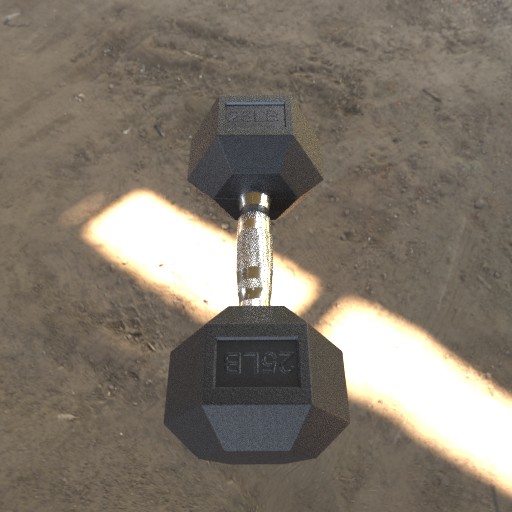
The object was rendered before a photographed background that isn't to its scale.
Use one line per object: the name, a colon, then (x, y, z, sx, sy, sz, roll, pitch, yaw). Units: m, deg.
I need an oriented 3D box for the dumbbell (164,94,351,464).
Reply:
dumbbell: (0.000, 0.000, 0.376, 0.129, 0.113, 0.315, 0, 59, 0)
